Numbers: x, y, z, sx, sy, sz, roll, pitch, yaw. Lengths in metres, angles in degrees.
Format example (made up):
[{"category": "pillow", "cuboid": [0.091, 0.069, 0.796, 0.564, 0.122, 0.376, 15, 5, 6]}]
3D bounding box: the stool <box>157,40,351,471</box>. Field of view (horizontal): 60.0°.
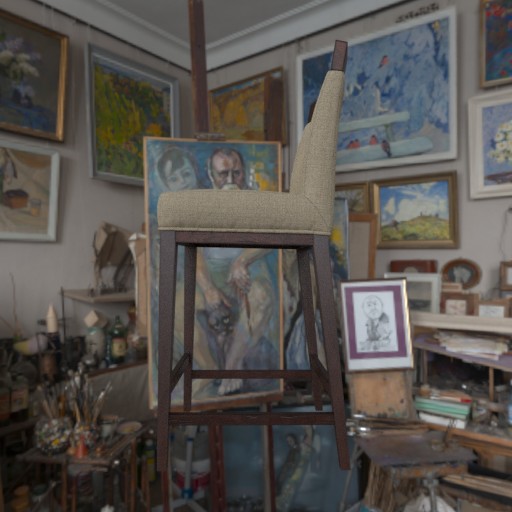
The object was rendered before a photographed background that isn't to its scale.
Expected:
[{"category": "stool", "cuboid": [0.000, 0.000, 1.257, 0.480, 1.011, 0.463, 0, 0, -1]}]
